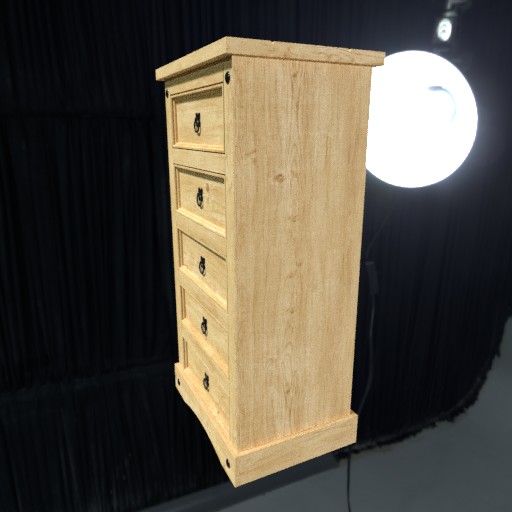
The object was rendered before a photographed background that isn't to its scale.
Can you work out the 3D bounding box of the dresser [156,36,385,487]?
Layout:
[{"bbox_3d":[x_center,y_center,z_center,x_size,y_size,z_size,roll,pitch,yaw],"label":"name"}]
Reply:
[{"bbox_3d":[0.000,0.000,1.288,0.390,1.041,0.531,-8,17,-25],"label":"dresser"}]
